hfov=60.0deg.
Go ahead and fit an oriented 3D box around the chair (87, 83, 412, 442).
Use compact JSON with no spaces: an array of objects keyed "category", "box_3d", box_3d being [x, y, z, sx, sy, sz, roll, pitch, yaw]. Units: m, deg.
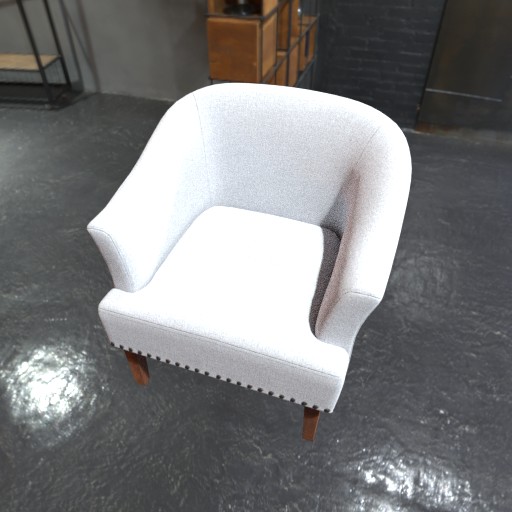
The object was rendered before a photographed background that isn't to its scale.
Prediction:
[{"category":"chair","box_3d":[0.000,0.000,1.384,0.798,0.815,0.704,13,42,15]}]
